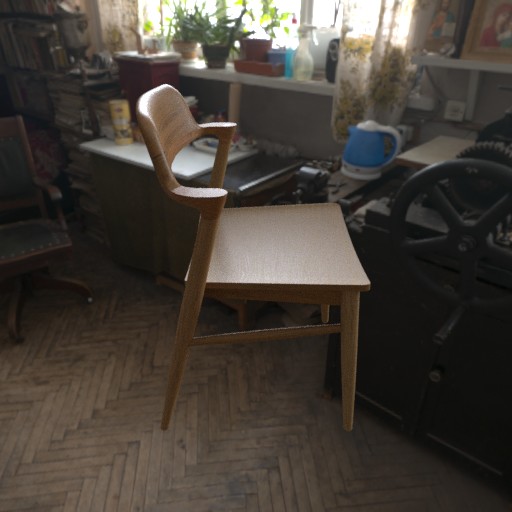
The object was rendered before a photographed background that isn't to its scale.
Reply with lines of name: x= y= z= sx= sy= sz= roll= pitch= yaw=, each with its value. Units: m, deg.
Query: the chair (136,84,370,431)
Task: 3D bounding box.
chair: x=0.000 y=0.000 z=1.140 sx=0.499 sy=0.792 sz=0.512 roll=0 pitch=31 yaw=0
